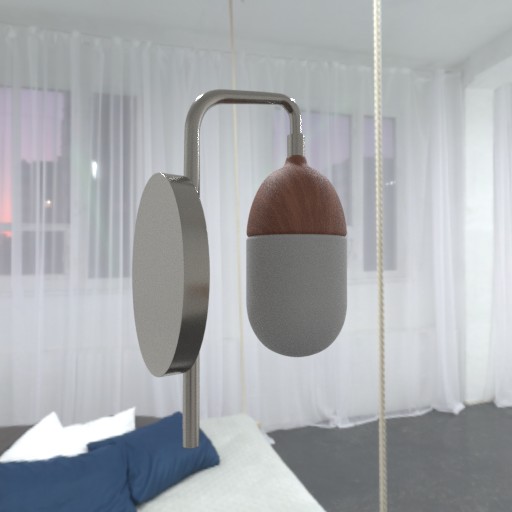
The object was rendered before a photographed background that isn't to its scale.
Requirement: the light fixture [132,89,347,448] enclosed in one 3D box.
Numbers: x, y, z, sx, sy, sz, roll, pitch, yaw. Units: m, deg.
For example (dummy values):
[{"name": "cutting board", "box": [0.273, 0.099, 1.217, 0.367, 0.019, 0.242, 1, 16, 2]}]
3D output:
[{"name": "light fixture", "box": [0.000, 0.000, 0.446, 0.216, 0.343, 0.108, 1, -1, -36]}]
